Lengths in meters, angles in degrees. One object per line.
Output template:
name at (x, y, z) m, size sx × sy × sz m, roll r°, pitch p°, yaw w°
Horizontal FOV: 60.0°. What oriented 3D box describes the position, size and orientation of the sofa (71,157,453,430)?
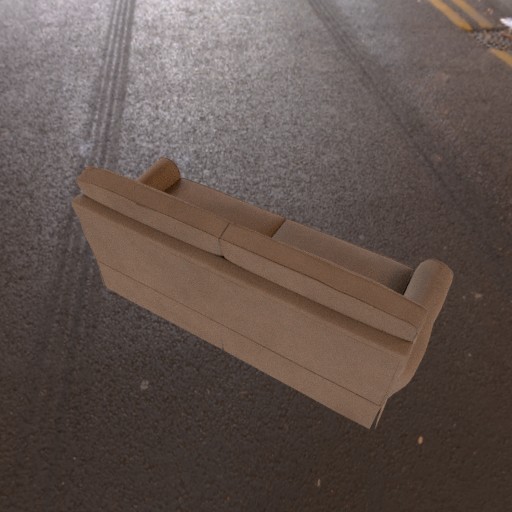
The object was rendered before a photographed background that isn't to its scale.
sofa at (0.000, 0.000, 2.821) m, size 2.246 × 1.014 × 0.900 m, roll 24°, pitch 51°, yaw 20°
